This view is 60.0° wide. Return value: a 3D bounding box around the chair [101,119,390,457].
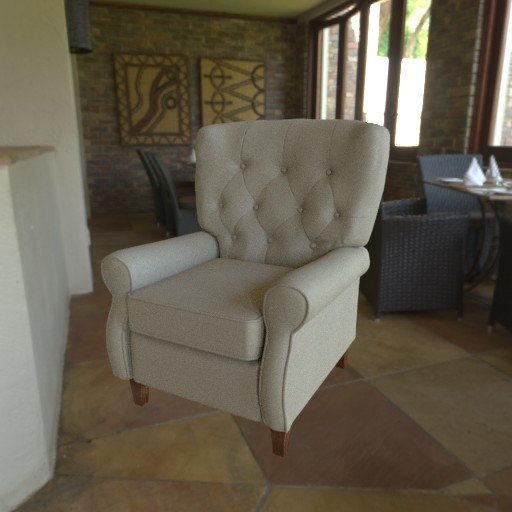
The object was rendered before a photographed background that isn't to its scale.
[{"bbox_3d":[0.000,0.000,1.909,0.943,1.158,1.059,8,17,27],"label":"chair"}]
